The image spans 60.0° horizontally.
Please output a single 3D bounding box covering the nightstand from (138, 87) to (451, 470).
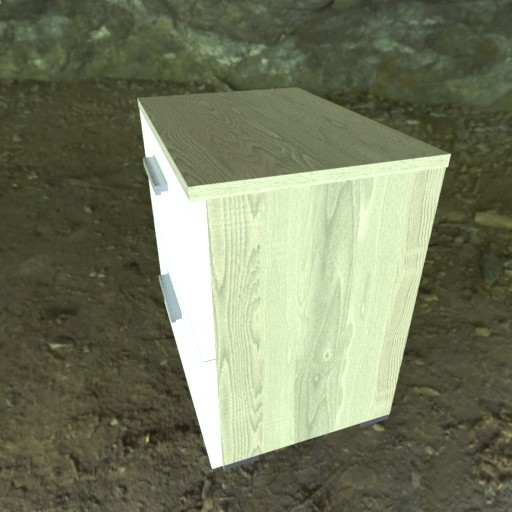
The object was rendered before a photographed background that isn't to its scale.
[{"bbox_3d":[0.000,0.000,0.766,0.325,0.461,0.442,-10,32,-16],"label":"nightstand"}]
